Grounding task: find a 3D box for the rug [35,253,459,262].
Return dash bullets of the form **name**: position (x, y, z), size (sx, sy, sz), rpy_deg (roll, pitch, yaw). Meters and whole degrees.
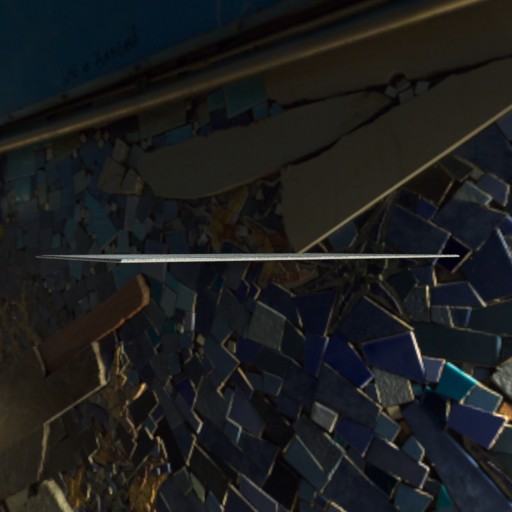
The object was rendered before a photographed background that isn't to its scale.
- **rug**: position (0.000, 0.000, 3.000), size (2.431, 0.012, 1.536), rpy_deg (-1, 1, -37)
